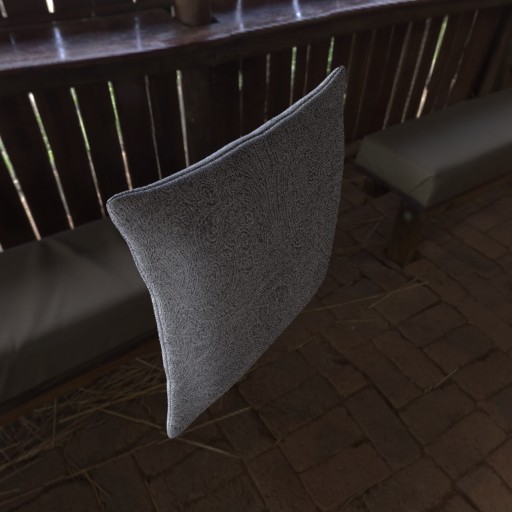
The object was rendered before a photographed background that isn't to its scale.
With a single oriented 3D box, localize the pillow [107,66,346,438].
[{"bbox_3d":[0.000,0.000,0.783,0.166,0.510,0.523,27,48,27],"label":"pillow"}]
